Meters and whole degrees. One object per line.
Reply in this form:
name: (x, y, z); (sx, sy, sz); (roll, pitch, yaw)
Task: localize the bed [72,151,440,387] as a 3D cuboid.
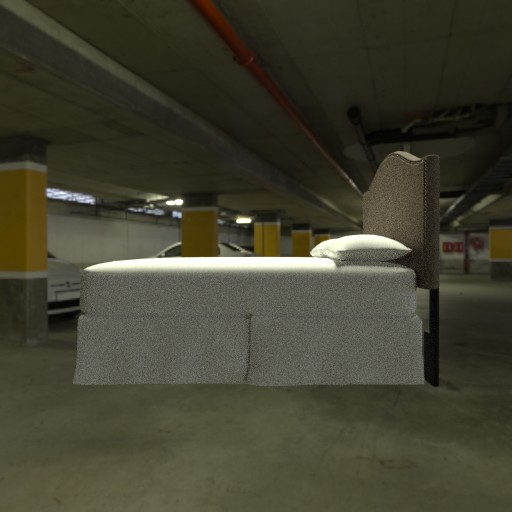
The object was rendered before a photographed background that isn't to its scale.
bed: (0.000, 0.000, 3.360); (2.153, 1.518, 1.713); (0, 0, 1)
